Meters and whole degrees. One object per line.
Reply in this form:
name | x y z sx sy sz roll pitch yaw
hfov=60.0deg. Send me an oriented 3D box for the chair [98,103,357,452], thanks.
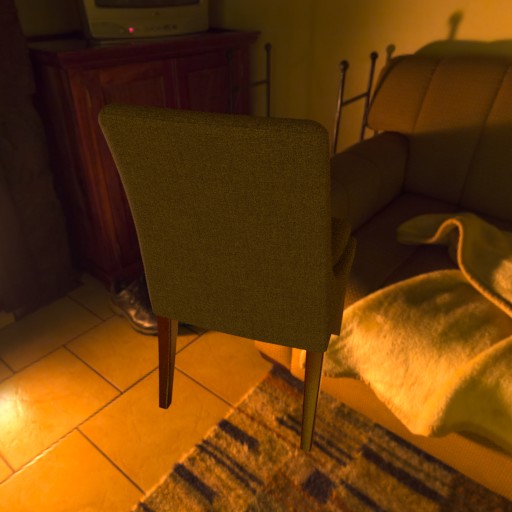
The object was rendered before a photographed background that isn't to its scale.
chair | 0.000 0.000 1.286 0.508 0.952 0.655 10 33 16
